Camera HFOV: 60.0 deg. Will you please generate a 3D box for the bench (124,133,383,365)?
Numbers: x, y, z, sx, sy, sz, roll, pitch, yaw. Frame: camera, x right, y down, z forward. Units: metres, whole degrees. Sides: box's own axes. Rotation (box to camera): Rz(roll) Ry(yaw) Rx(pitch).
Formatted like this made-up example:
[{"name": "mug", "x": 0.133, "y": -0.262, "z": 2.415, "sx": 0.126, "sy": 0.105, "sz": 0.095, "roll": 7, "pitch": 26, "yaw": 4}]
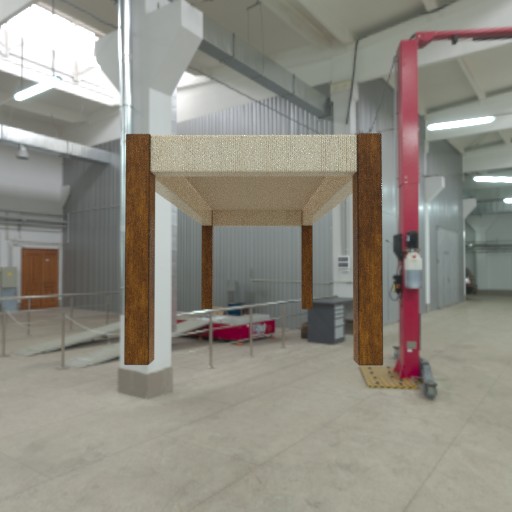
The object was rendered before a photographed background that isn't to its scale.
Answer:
[{"name": "bench", "x": 0.000, "y": 0.000, "z": 1.470, "sx": 0.507, "sy": 0.457, "sz": 1.198, "roll": 0, "pitch": -1, "yaw": 0}]
